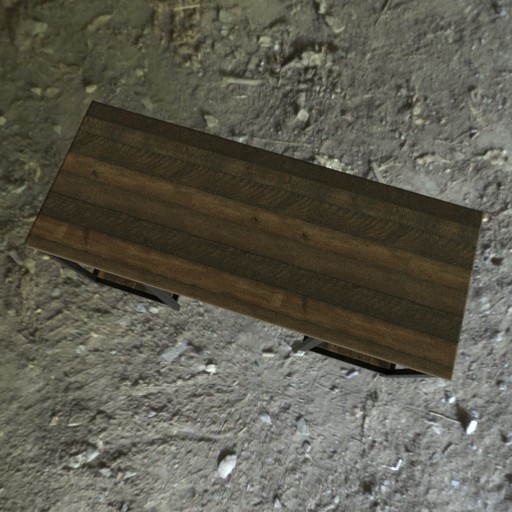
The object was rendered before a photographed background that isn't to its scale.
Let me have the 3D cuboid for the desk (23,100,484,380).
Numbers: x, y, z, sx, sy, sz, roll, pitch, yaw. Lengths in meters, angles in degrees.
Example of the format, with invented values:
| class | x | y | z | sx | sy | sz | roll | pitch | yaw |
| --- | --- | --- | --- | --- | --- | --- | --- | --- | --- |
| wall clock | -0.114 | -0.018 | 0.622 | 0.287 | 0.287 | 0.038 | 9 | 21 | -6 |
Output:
| class | x | y | z | sx | sy | sz | roll | pitch | yaw |
| --- | --- | --- | --- | --- | --- | --- | --- | --- | --- |
| desk | 0.000 | 0.000 | 1.953 | 1.538 | 0.753 | 0.617 | 17 | 75 | 5 |
